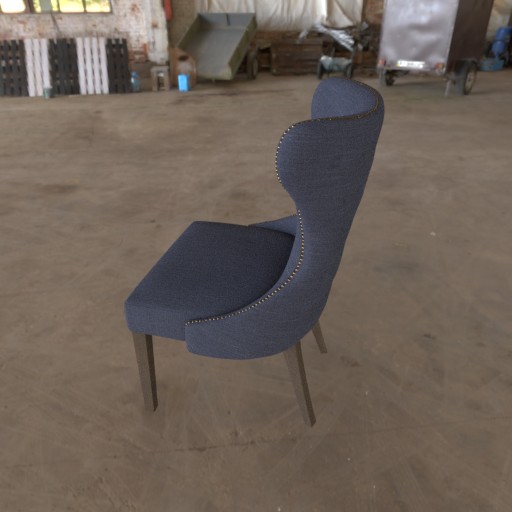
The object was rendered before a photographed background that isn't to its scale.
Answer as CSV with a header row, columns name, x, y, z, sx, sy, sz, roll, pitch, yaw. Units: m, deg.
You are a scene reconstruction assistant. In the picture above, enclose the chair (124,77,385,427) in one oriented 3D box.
name,x,y,z,sx,sy,sz,roll,pitch,yaw
chair,0.000,0.000,1.353,0.635,0.967,0.628,7,31,12
